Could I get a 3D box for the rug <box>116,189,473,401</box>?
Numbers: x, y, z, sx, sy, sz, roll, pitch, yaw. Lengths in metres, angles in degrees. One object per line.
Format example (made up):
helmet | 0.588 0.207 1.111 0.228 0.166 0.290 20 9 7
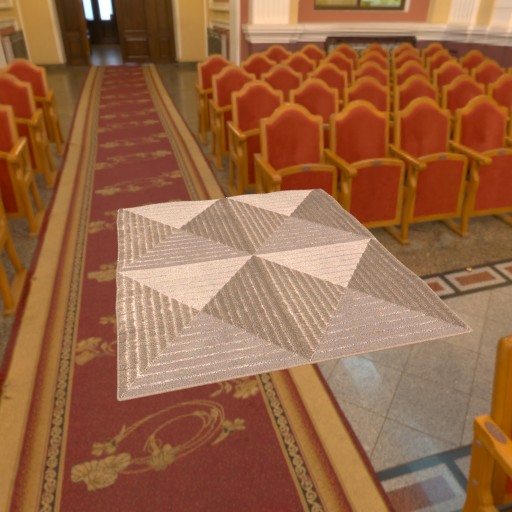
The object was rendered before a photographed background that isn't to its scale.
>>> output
rug | 0.000 0.000 0.905 0.551 0.008 0.642 -8 31 -13
